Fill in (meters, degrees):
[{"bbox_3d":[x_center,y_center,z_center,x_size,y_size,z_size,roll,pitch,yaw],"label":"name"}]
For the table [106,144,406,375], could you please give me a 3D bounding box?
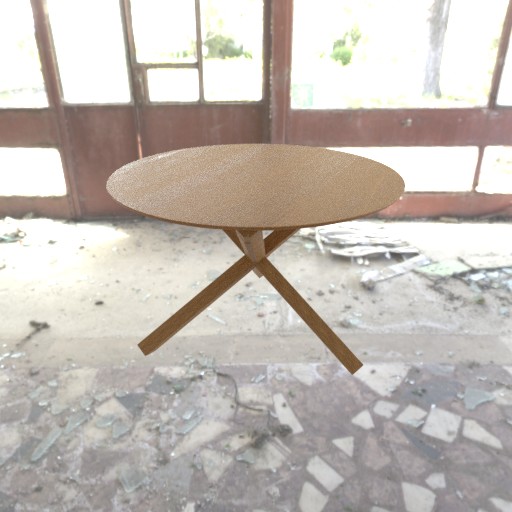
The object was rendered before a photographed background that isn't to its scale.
[{"bbox_3d":[0.000,0.000,1.751,1.038,0.666,1.038,0,26,0],"label":"table"}]
